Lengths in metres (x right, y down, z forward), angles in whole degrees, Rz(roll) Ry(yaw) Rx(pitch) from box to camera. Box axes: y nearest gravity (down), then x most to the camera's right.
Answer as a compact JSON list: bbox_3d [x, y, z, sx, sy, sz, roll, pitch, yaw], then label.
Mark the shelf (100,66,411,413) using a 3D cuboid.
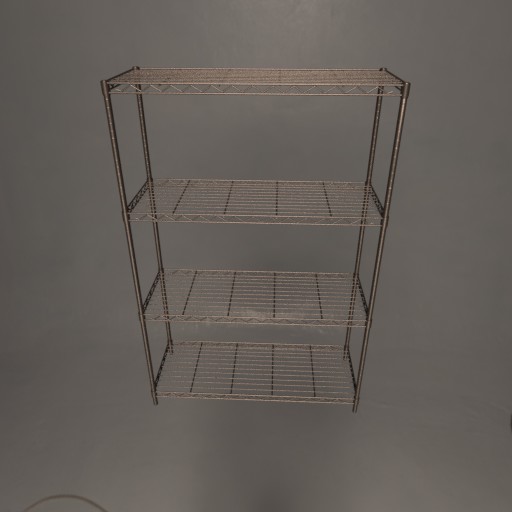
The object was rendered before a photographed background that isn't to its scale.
[{"bbox_3d":[0.000,0.000,1.772,0.907,1.361,0.352,1,30,2],"label":"shelf"}]
